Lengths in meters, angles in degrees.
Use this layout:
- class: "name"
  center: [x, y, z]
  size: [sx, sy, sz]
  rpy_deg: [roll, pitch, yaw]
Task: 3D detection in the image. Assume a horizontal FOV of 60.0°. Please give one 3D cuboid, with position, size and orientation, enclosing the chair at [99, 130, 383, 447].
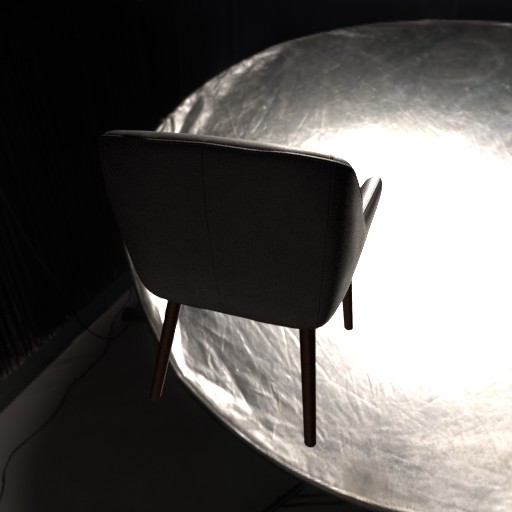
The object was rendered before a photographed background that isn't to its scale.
- class: "chair"
  center: [0.000, 0.000, 1.258]
  size: [0.610, 0.828, 0.610]
  rpy_deg: [10, 33, 16]
